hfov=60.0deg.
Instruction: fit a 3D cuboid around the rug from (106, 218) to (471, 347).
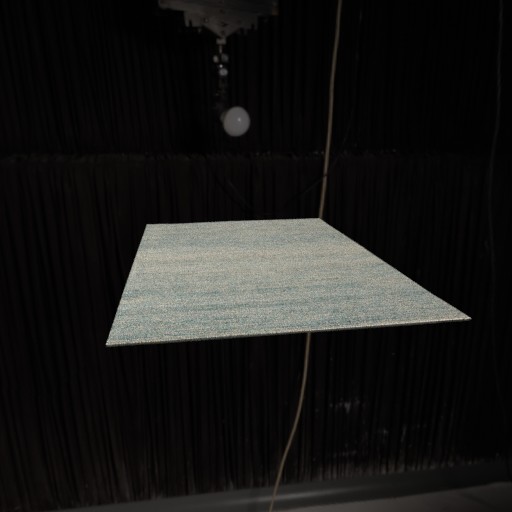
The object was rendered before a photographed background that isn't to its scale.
[{"bbox_3d":[0.000,0.000,5.220,2.802,0.052,4.078,-3,16,-9],"label":"rug"}]
